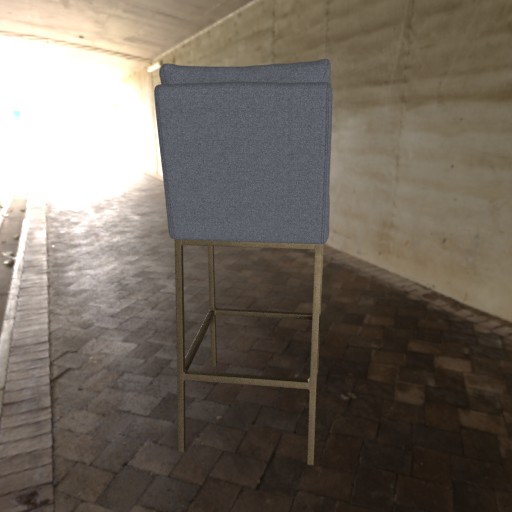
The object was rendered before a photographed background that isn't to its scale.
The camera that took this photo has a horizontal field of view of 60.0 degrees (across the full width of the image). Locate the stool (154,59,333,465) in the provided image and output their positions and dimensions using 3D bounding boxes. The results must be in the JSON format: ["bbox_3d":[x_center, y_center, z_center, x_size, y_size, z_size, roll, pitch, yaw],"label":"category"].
[{"bbox_3d":[0.000,0.000,1.443,0.463,1.130,0.569,2,16,7],"label":"stool"}]
